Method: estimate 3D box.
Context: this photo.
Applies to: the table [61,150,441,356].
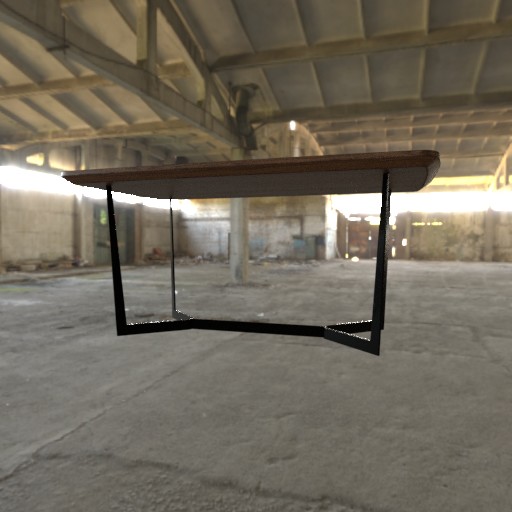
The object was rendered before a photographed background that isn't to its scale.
[{"bbox_3d":[0.000,0.000,2.188,1.643,0.765,0.949,1,2,18],"label":"table"}]
